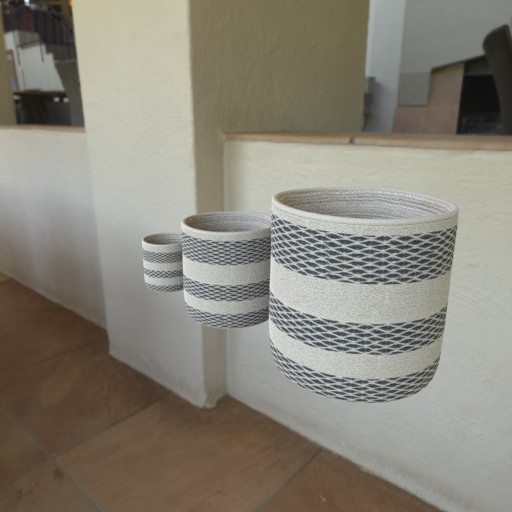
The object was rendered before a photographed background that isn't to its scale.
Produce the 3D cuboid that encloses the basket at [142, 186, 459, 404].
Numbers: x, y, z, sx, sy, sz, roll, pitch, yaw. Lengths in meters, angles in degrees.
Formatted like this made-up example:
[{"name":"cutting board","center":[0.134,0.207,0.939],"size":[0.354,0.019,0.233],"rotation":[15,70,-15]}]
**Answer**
[{"name":"basket","center":[0.000,0.000,1.094],"size":[0.917,0.356,0.351],"rotation":[16,23,42]}]
